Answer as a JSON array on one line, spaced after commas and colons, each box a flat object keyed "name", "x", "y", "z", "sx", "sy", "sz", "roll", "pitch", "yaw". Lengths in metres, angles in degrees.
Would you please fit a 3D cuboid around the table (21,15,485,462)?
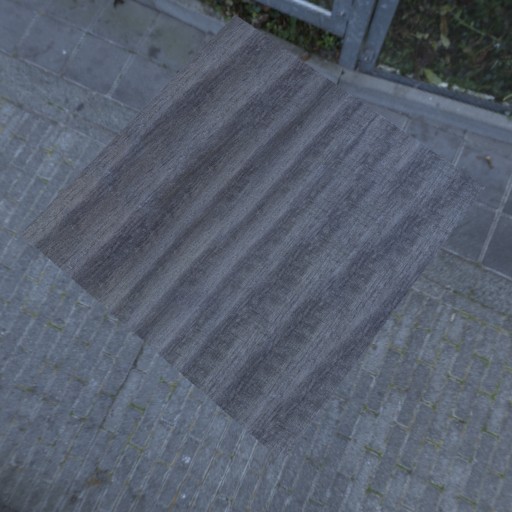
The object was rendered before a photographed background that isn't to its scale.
[{"name": "table", "x": 0.000, "y": 0.000, "z": 0.962, "sx": 0.504, "sy": 0.587, "sz": 0.506, "roll": 38, "pitch": 79, "yaw": 9}]
